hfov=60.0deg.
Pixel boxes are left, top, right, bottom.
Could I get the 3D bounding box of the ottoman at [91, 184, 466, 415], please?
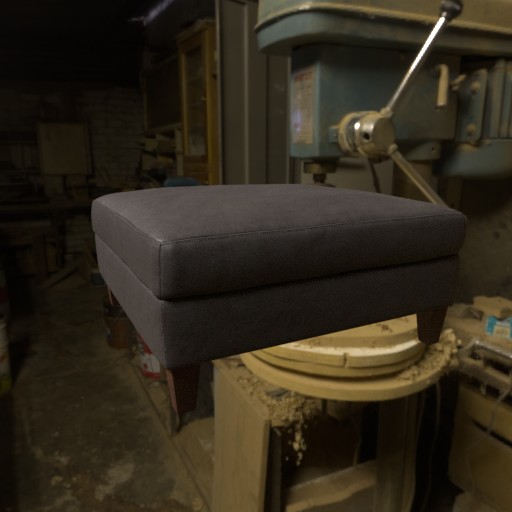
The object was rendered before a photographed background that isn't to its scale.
[{"bbox_3d":[0.000,0.000,1.337,0.836,0.415,0.844,-7,15,-27],"label":"ottoman"}]
